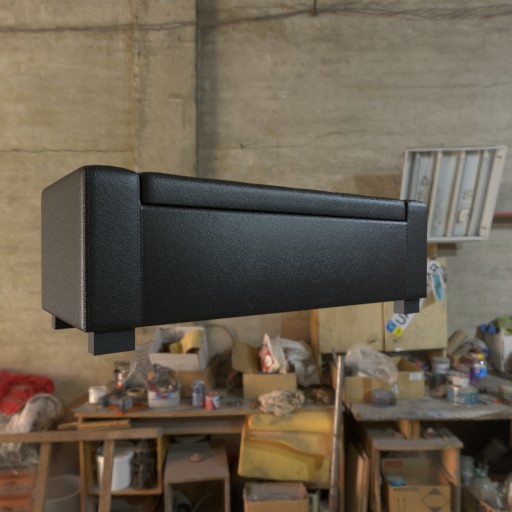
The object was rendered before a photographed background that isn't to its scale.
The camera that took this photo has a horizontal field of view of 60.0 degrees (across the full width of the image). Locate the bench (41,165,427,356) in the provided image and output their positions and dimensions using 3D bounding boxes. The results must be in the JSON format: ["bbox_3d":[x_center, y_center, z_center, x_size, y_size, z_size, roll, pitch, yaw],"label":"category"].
[{"bbox_3d":[0.000,0.000,1.555,1.296,0.445,0.508,0,1,-36],"label":"bench"}]
